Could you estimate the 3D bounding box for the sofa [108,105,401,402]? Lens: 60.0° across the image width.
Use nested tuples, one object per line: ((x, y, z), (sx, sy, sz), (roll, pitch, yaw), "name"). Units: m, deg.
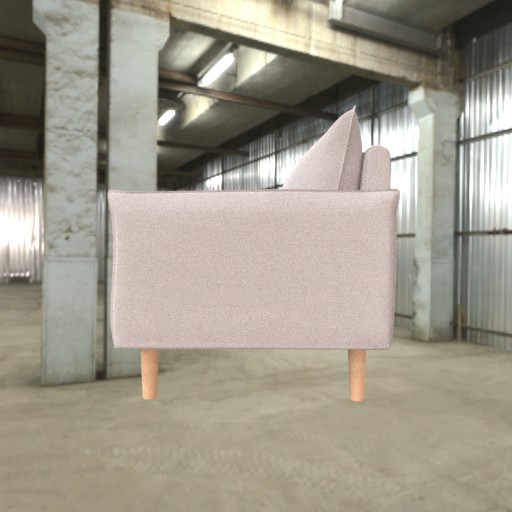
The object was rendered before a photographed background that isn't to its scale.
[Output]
((0.000, 0.000, 1.840), (0.820, 0.840, 1.300), (0, 0, 1), "sofa")
